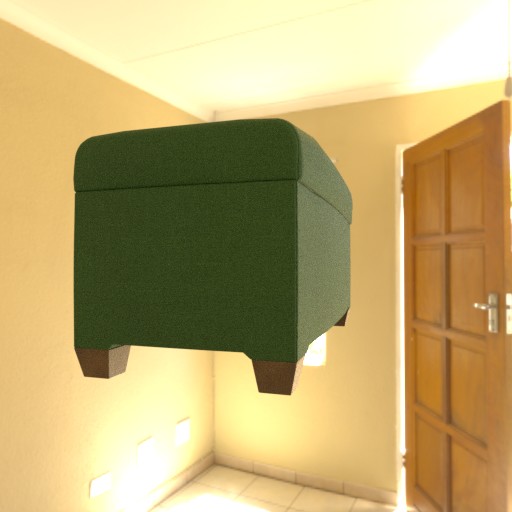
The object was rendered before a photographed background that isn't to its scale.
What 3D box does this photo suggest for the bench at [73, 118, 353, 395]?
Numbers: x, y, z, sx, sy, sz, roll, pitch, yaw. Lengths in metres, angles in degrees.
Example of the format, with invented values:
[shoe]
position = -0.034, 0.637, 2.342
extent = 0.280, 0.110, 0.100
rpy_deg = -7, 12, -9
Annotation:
[bench]
position = 0.000, 0.000, 1.279
extent = 0.505, 0.501, 0.989
rpy_deg = 0, -1, 17
